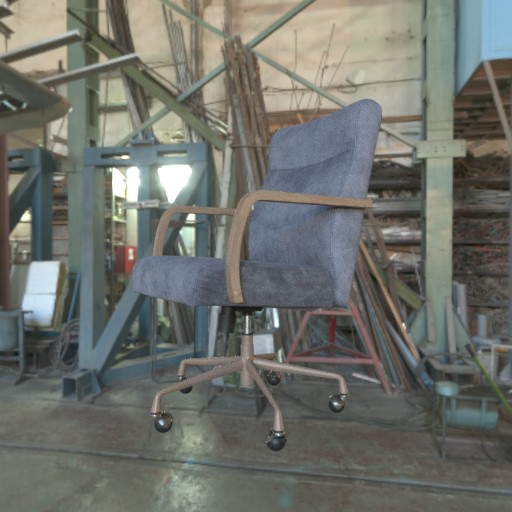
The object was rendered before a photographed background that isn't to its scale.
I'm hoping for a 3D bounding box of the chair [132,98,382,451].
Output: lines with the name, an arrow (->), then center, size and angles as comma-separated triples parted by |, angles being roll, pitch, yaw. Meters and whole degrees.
chair -> 0.000, 0.000, 1.478 | 0.741, 1.029, 0.640 | -1, 1, -34
